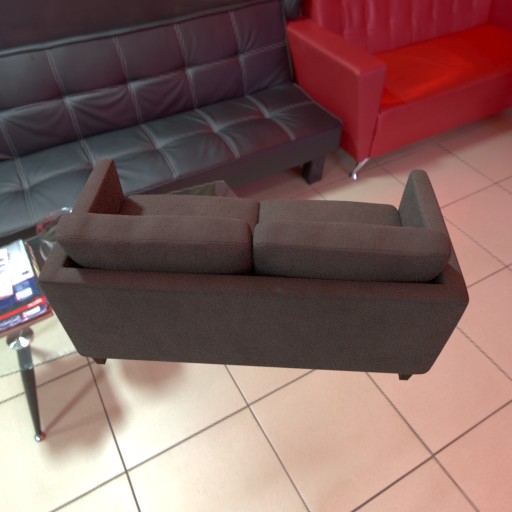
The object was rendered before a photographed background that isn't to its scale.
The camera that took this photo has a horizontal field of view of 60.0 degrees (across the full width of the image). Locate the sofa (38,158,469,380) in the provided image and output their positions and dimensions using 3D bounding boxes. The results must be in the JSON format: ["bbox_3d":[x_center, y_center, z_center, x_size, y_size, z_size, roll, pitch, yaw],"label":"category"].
[{"bbox_3d":[0.000,0.000,2.394,1.884,0.963,0.950,2,47,2],"label":"sofa"}]
